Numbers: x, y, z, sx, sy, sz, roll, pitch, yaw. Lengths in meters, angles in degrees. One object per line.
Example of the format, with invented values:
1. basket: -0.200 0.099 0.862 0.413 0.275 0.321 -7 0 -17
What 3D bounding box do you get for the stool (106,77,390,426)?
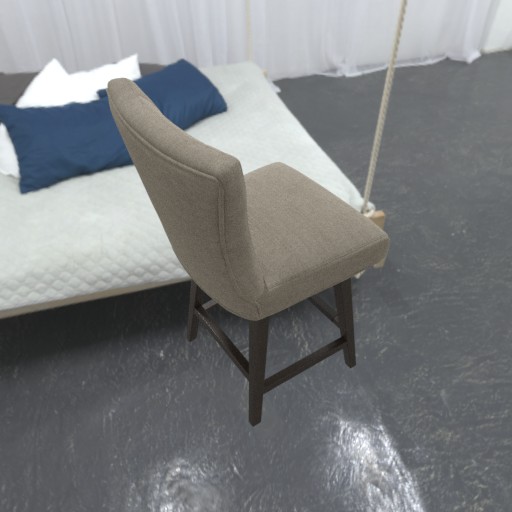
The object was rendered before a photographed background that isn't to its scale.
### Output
1. stool: 0.000 0.000 1.311 0.574 1.000 0.514 -26 48 -26
